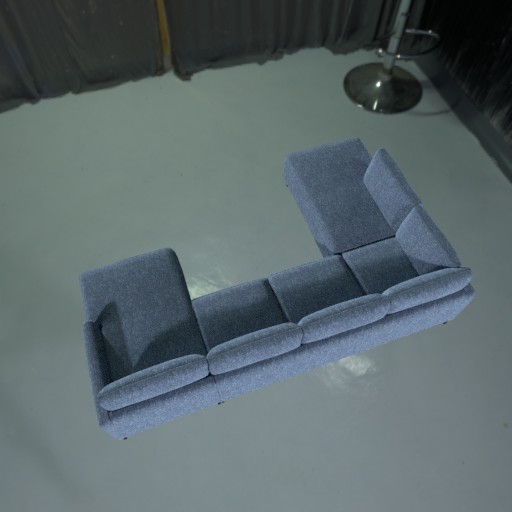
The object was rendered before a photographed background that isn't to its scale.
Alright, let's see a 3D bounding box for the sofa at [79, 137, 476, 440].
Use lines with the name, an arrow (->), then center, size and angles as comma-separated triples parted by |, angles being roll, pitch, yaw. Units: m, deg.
sofa -> 0.000, 0.000, 3.524 | 2.737, 0.756, 1.879 | -17, 60, -10
